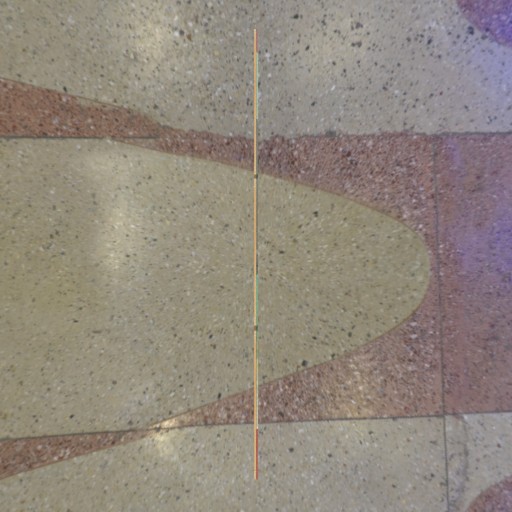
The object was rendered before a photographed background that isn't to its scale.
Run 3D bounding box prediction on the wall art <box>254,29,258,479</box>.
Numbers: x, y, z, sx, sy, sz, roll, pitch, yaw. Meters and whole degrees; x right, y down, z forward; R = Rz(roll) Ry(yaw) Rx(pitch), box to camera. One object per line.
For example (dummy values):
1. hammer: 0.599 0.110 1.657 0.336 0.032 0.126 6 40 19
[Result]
1. wall art: 0.000 0.000 2.255 0.013 1.519 1.521 0 89 0
